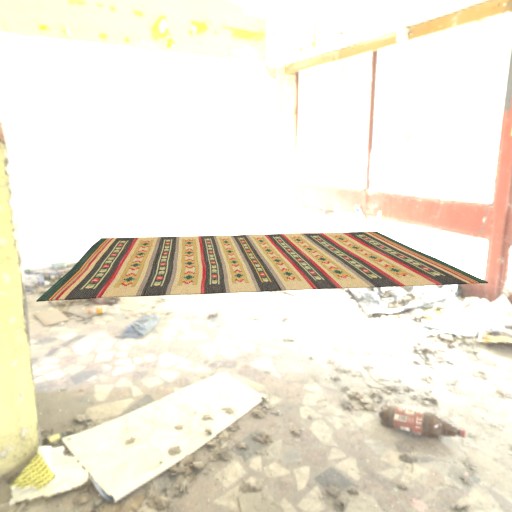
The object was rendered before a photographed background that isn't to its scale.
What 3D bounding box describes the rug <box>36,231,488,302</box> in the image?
[{"bbox_3d":[0.000,0.000,2.958,2.311,0.010,1.522,-2,14,-7],"label":"rug"}]
